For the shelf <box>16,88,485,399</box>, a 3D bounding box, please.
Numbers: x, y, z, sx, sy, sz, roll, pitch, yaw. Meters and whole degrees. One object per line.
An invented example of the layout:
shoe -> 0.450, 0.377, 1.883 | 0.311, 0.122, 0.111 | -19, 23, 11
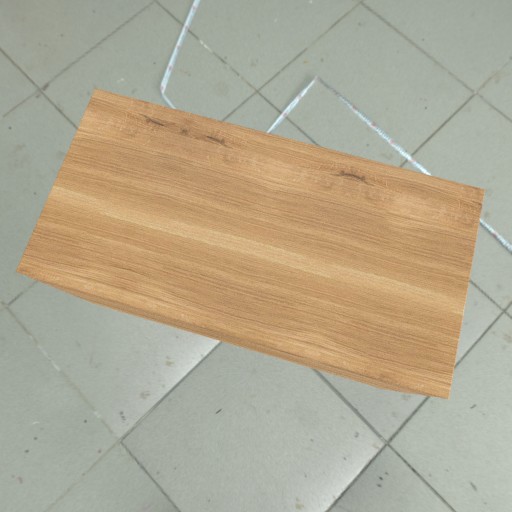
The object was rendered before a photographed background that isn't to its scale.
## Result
shelf -> 0.000, 0.000, 1.023 | 0.800, 0.400, 0.400 | 16, 76, 4
